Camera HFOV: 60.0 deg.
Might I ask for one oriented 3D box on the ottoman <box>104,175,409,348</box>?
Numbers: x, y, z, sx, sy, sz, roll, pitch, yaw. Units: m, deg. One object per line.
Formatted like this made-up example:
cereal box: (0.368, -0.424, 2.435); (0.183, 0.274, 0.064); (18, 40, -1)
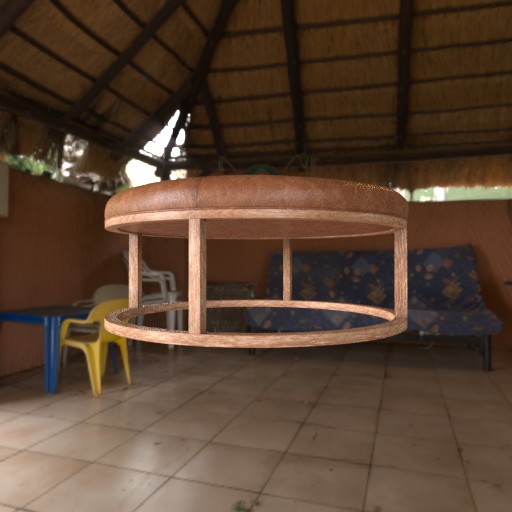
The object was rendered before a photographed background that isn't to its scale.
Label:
ottoman: (0.000, 0.000, 1.542); (1.006, 0.445, 1.006); (0, -1, 0)
